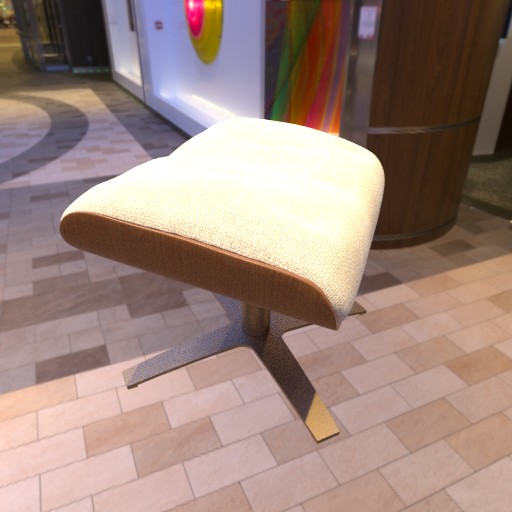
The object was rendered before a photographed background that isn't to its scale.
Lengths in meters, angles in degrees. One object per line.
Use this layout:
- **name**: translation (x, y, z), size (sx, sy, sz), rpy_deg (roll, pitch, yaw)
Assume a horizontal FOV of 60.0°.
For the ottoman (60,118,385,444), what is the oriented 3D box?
- **ottoman**: translation (0.000, 0.000, 0.793), size (0.394, 0.391, 0.520), rpy_deg (10, 30, 17)
